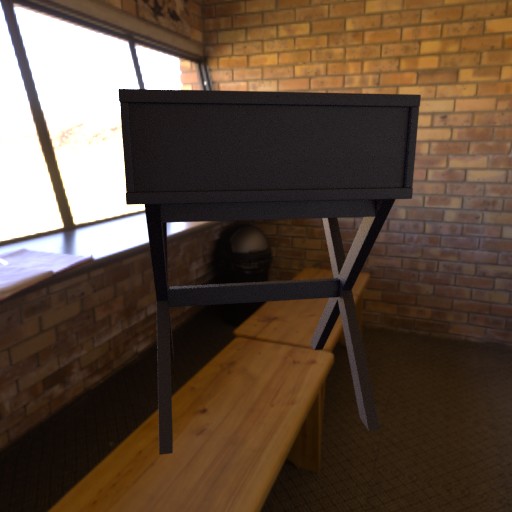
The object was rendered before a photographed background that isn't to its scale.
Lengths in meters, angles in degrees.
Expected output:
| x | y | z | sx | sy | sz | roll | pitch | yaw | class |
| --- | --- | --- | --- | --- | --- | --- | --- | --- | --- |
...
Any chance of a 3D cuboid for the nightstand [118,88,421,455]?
| x | y | z | sx | sy | sz | roll | pitch | yaw | class |
| --- | --- | --- | --- | --- | --- | --- | --- | --- | --- |
| 0.000 | 0.000 | 0.953 | 0.479 | 0.623 | 0.402 | -2 | 14 | -10 | nightstand |
